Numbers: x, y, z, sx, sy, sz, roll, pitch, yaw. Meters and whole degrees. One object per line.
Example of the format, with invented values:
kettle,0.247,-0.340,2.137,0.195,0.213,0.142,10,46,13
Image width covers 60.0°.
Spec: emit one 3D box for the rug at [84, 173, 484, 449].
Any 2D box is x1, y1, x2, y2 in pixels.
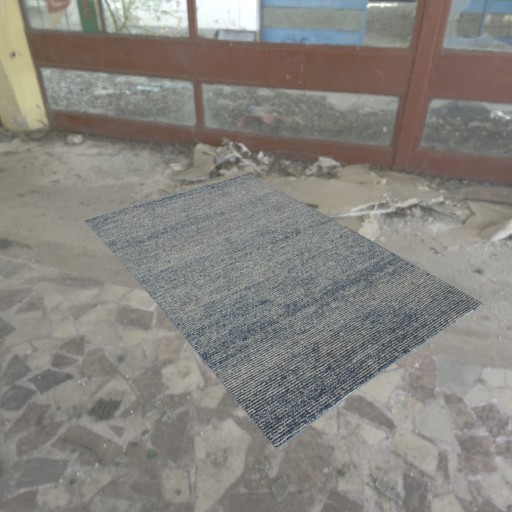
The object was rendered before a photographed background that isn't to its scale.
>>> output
rug,0.000,0.000,2.208,1.145,0.021,1.777,-22,39,-29
